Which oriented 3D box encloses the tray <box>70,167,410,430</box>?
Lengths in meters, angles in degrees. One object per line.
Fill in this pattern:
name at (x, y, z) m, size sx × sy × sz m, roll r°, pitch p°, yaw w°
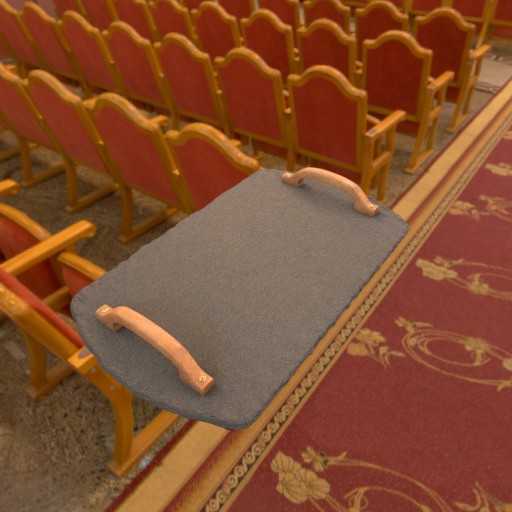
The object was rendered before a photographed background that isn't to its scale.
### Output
tray at (0.000, 0.000, 0.486) m, size 0.231 × 0.062 × 0.387 m, roll 26°, pitch 47°, yaw 27°
